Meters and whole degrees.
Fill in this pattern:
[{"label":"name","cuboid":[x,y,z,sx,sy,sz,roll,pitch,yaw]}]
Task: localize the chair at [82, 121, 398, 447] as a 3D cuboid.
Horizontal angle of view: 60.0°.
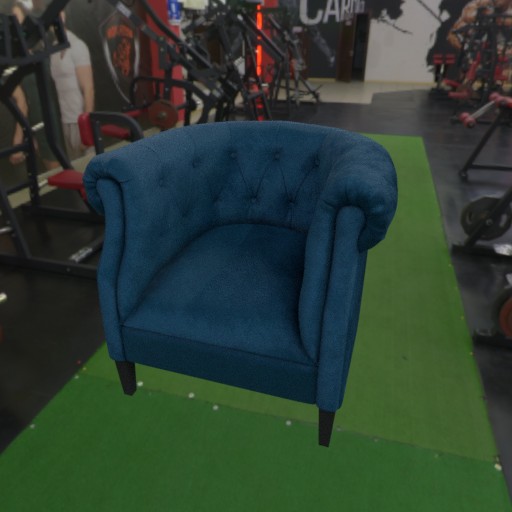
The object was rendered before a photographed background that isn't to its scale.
[{"label":"chair","cuboid":[0.000,0.000,1.595,0.904,0.826,0.851,9,29,16]}]
